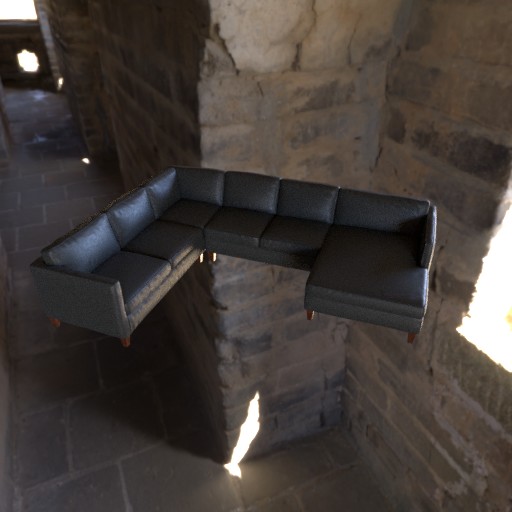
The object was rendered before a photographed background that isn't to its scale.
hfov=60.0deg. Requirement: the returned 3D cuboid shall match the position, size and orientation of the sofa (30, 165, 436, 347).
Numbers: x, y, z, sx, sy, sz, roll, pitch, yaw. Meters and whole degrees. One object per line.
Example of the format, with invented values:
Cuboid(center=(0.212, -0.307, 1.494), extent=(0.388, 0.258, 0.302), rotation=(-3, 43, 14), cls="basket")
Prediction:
Cuboid(center=(0.000, 0.000, 4.633), extent=(3.460, 0.923, 2.593), rotation=(11, 34, 17), cls="sofa")
